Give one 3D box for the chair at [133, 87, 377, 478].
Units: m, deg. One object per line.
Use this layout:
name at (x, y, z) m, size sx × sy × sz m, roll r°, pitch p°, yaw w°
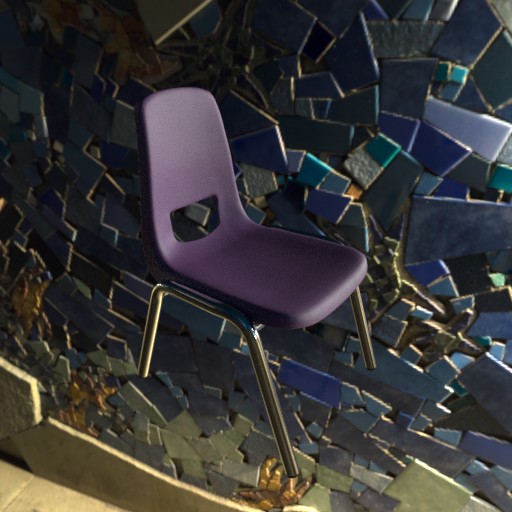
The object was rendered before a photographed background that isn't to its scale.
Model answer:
chair at (0.000, 0.000, 0.850) m, size 0.419 × 0.584 × 0.356 m, roll 18°, pitch 31°, yaw 32°
